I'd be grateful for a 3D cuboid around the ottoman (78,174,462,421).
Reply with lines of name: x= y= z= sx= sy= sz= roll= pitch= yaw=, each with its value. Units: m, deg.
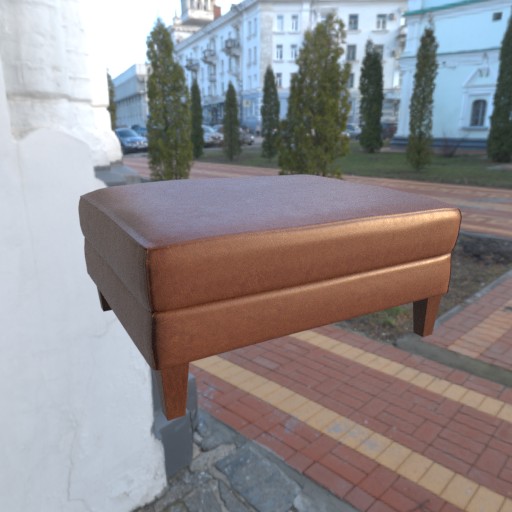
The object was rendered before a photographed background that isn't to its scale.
ottoman: x=0.000 y=0.000 z=1.478 sx=0.987 sy=0.472 sz=0.836 roll=-9 pitch=19 yaw=-28
